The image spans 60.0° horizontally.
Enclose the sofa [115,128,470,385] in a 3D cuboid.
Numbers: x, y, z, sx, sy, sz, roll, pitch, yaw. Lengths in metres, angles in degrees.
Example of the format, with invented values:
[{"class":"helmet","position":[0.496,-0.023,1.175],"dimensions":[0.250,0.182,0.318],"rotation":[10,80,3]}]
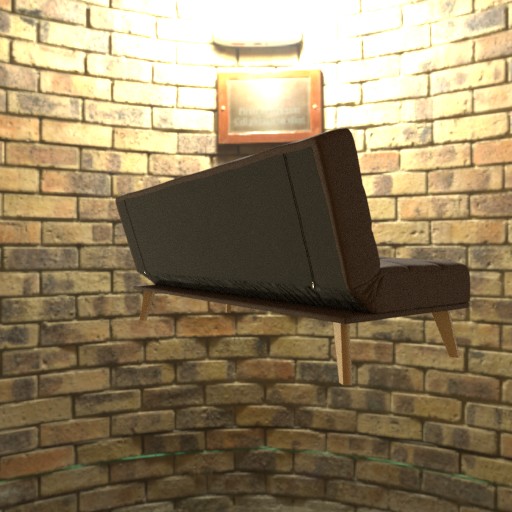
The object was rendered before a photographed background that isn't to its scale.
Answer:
[{"class":"sofa","position":[0.000,0.000,2.261],"dimensions":[0.860,0.810,1.800],"rotation":[0,0,-36]}]
